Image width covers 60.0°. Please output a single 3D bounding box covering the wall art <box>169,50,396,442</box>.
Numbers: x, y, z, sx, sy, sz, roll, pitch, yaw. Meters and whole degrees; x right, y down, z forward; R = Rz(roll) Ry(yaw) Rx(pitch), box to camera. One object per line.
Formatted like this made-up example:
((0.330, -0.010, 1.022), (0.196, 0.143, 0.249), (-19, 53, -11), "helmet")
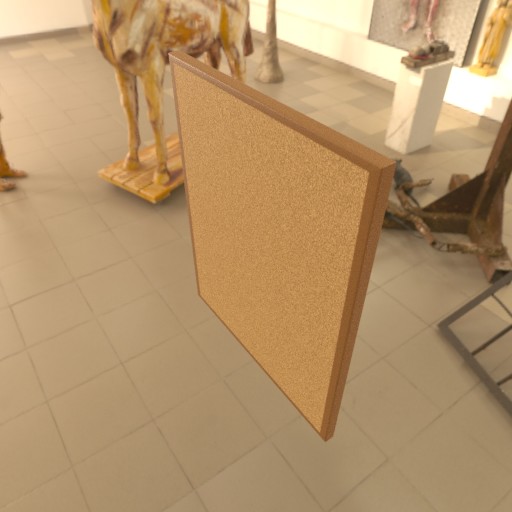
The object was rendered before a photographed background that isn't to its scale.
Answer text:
((0.000, 0.000, 0.516), (0.015, 0.379, 0.310), (-25, 47, -26), "wall art")
